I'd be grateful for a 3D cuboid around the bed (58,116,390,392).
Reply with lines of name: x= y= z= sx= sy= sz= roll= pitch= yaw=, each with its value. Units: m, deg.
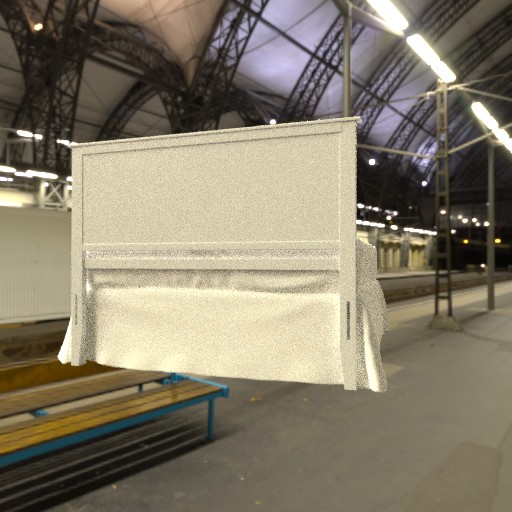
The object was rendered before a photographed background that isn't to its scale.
bed: x=0.000 y=0.000 z=3.227 sx=1.876 sy=1.269 sz=2.047 roll=0 pitch=-1 yaw=18
